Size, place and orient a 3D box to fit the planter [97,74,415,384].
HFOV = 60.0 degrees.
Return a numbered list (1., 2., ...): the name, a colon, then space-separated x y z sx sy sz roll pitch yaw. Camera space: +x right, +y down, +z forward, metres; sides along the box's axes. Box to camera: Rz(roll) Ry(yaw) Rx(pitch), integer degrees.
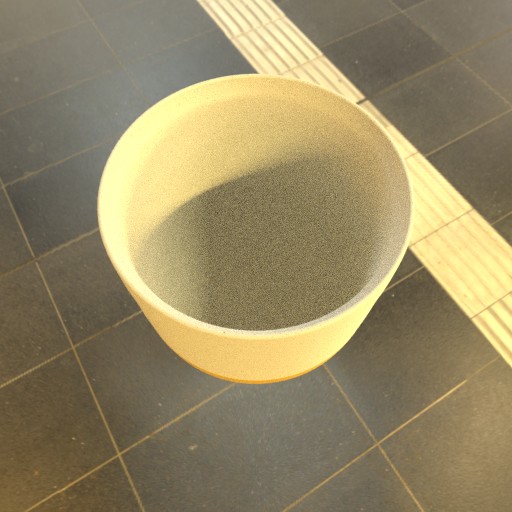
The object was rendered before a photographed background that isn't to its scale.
1. planter: 0.000 0.000 0.495 0.268 0.270 0.268 0 64 0
